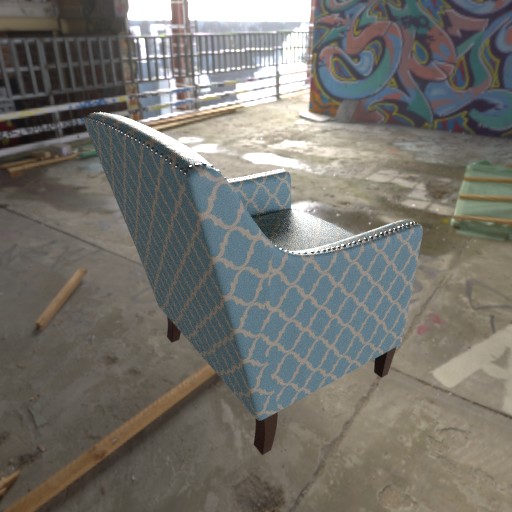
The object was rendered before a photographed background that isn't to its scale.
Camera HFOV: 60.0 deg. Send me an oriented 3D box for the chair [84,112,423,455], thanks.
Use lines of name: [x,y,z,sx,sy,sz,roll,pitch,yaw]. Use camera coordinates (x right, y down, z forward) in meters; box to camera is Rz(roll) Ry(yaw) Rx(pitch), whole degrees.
chair: [0.000,0.000,1.291,0.686,0.817,0.617,-18,33,-30]
